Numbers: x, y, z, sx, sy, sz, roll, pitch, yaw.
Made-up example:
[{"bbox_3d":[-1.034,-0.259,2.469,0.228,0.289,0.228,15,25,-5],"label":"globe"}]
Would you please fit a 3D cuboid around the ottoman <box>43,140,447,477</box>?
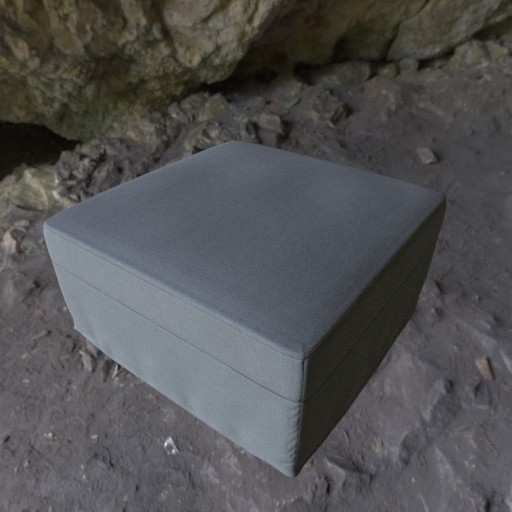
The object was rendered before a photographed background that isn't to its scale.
[{"bbox_3d":[0.000,0.000,1.324,0.843,0.441,0.842,22,40,30],"label":"ottoman"}]
